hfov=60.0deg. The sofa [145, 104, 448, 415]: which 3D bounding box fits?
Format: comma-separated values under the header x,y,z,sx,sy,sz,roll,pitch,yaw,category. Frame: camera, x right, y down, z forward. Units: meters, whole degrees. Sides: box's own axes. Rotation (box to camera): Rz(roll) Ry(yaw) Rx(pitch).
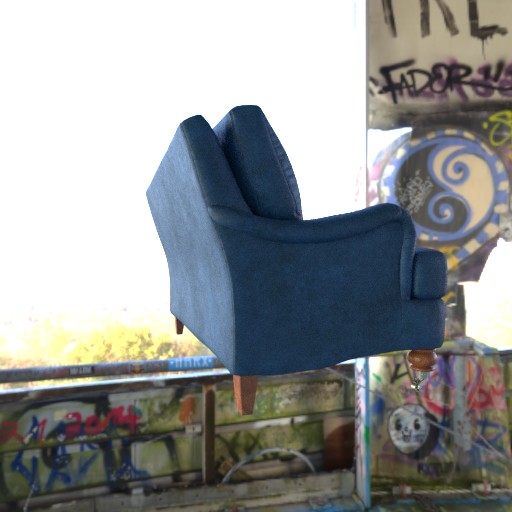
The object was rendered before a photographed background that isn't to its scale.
x,y,z,sx,sy,sz,roll,pitch,yaw,category
0.000,0.000,2.451,1.084,1.101,1.853,0,0,-18,sofa
